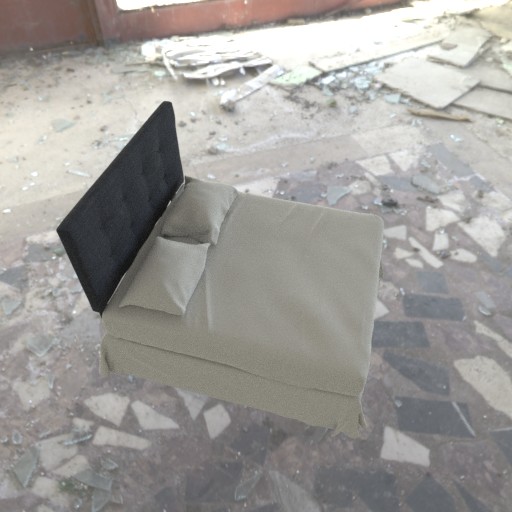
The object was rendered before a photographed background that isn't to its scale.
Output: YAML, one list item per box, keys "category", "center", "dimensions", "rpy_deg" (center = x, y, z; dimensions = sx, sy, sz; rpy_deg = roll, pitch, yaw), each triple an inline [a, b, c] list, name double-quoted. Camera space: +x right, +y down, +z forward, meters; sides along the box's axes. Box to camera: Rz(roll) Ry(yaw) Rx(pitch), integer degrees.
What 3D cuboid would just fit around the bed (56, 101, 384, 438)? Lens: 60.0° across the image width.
- category: "bed"
  center: [0.000, 0.000, 3.563]
  dimensions: [2.222, 1.577, 1.936]
  rpy_deg: [11, 48, 10]
